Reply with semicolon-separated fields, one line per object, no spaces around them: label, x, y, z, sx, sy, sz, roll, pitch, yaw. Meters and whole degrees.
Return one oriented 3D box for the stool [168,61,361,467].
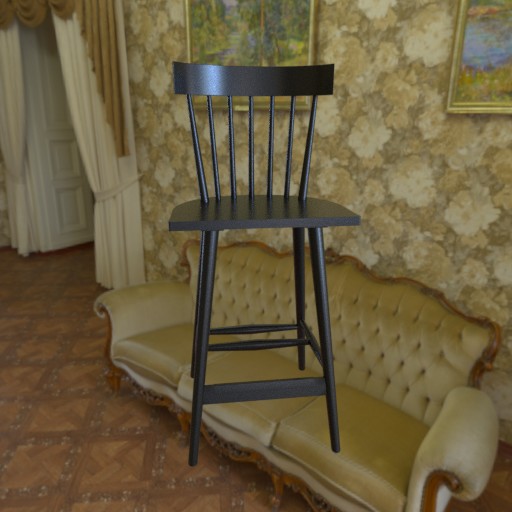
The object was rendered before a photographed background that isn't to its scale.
stool;0.000;0.000;1.353;0.482;1.092;0.483;-2;17;-7
